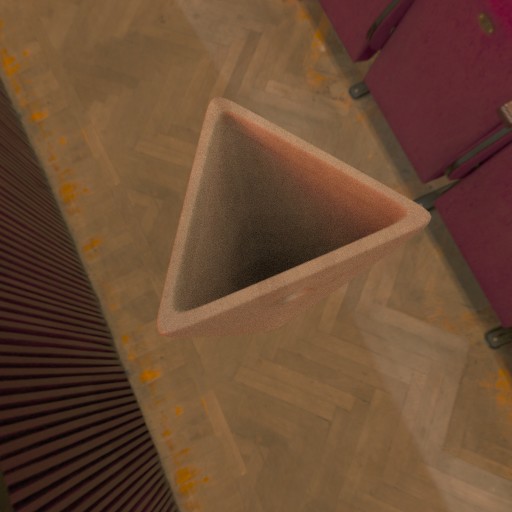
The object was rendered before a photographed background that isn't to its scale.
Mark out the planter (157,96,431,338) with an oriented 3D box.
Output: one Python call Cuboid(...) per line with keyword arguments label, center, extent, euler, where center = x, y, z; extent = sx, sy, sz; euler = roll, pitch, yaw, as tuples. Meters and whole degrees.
Cuboid(label="planter", center=(0.000, 0.000, 0.265), extent=(0.101, 0.224, 0.081), euler=(-23, 77, -6))
